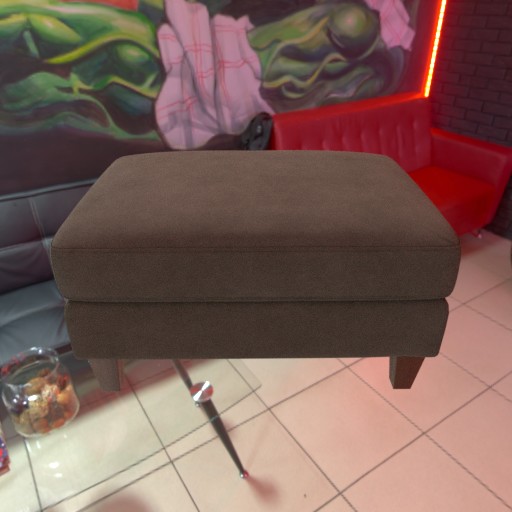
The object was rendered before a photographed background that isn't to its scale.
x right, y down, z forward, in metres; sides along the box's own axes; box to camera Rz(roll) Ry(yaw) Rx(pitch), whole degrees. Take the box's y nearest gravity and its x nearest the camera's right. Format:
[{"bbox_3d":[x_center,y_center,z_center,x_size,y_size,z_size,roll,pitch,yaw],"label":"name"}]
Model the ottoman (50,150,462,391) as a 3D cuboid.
[{"bbox_3d":[0.000,0.000,1.206,0.864,0.483,0.584,0,31,-1],"label":"ottoman"}]
